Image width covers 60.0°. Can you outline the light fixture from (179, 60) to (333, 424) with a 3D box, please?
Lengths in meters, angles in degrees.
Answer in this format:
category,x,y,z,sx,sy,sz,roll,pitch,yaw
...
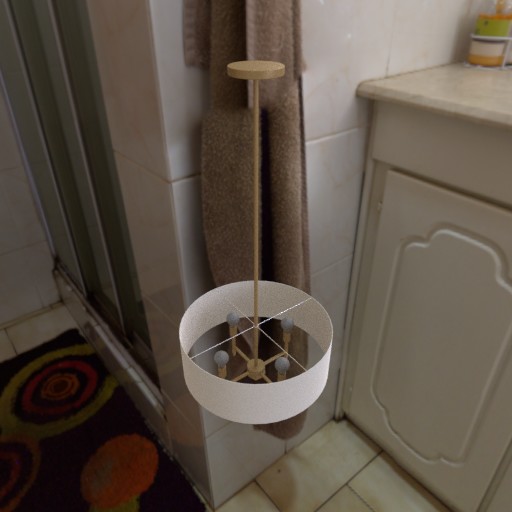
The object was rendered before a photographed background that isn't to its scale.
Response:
category,x,y,z,sx,sy,sz,roll,pitch,yaw
light fixture,0.000,0.000,1.332,0.508,1.067,0.508,0,33,0
